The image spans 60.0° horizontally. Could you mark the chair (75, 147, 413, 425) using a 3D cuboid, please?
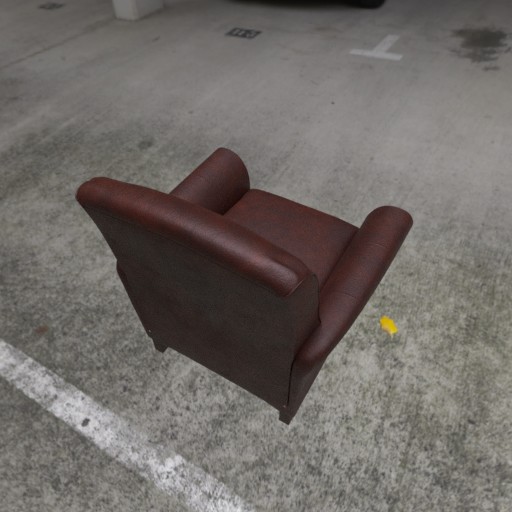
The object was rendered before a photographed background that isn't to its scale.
[{"bbox_3d":[0.000,0.000,1.773,0.978,1.061,0.902,23,51,21],"label":"chair"}]
